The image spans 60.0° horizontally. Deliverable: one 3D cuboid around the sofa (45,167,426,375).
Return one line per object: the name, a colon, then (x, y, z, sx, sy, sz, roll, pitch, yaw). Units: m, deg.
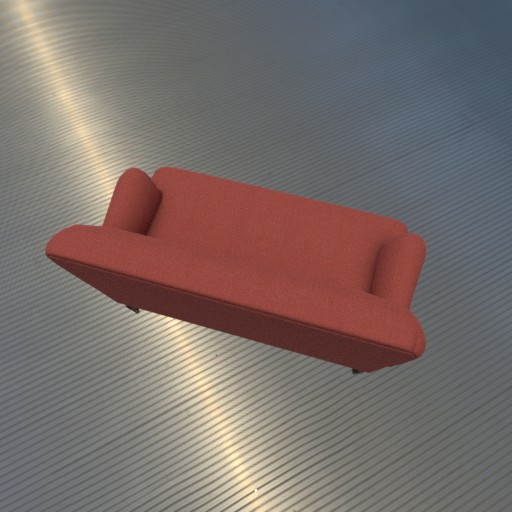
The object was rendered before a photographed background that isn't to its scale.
sofa: (0.000, 0.000, 1.837, 1.297, 0.889, 0.779, 14, 63, 7)
